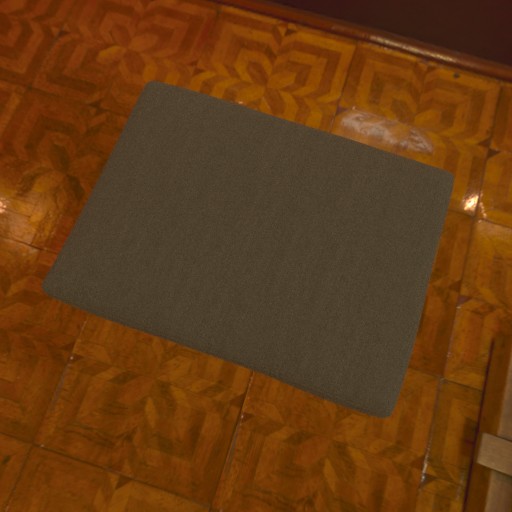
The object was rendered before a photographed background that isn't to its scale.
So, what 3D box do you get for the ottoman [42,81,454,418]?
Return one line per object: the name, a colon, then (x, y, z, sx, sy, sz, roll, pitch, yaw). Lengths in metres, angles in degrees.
ottoman: (0.000, 0.000, 1.151, 0.771, 0.500, 0.569, 19, 75, 5)
